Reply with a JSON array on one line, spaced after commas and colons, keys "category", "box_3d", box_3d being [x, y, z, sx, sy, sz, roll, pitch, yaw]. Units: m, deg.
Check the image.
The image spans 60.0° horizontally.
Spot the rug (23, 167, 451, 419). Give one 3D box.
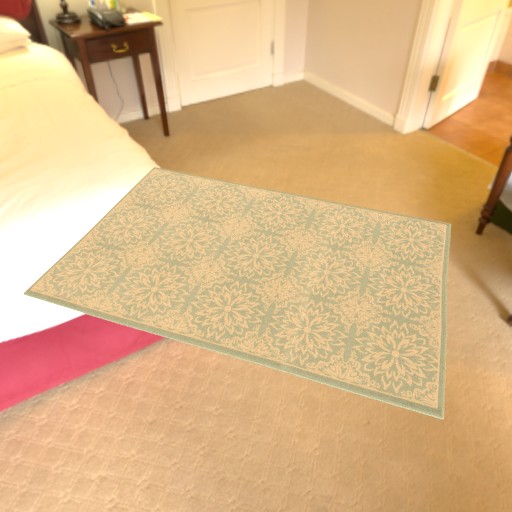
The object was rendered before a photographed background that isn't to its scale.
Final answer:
[{"category": "rug", "box_3d": [0.000, 0.000, 3.332, 2.746, 0.018, 1.819, 13, 43, 15]}]
